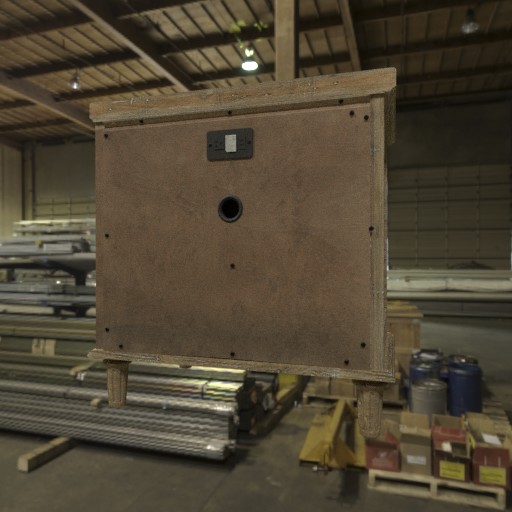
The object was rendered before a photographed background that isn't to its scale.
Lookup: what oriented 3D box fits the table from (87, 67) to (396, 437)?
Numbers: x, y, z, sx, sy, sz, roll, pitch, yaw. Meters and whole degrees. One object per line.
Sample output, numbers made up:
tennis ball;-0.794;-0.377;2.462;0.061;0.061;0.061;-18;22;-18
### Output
table;0.000;0.000;1.145;0.686;0.711;0.457;0;0;17
